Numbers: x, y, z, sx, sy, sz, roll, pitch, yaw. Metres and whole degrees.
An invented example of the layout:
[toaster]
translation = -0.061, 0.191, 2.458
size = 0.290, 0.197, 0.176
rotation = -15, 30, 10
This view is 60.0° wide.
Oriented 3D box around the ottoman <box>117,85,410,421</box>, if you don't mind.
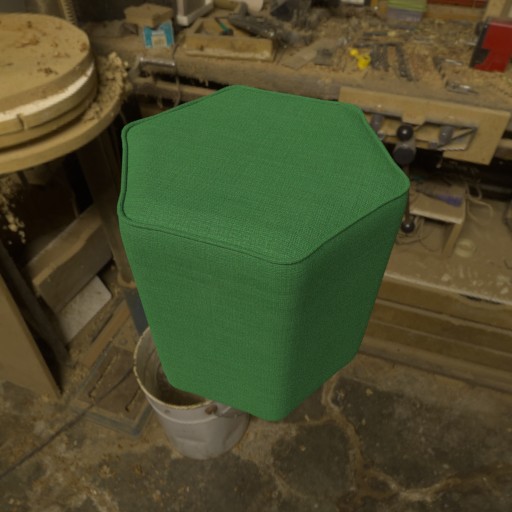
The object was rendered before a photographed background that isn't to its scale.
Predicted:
[ottoman]
translation = 0.000, 0.000, 0.895
size = 0.499, 0.507, 0.444
rotation = 15, 48, 14
